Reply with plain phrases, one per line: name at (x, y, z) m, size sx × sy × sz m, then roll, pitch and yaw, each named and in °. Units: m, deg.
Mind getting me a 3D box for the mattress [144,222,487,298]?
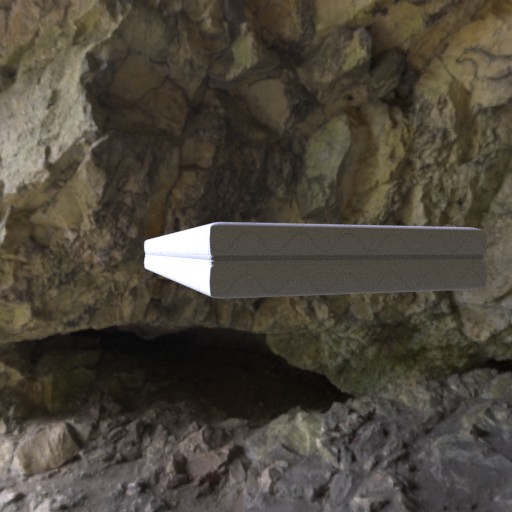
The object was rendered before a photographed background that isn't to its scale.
mattress at (0.000, 0.000, 2.152) m, size 0.900 × 0.200 × 1.900 m, roll 0°, pitch 1°, yaw -19°
